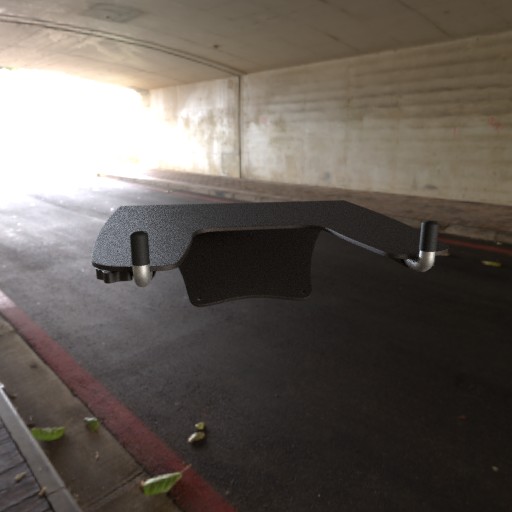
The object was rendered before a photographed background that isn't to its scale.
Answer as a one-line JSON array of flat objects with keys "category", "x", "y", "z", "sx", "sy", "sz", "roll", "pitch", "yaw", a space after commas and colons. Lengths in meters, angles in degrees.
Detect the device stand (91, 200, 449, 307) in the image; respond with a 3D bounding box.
[{"category": "device stand", "x": 0.000, "y": 0.000, "z": 0.348, "sx": 0.230, "sy": 0.092, "sz": 0.230, "roll": -3, "pitch": 15, "yaw": -10}]
